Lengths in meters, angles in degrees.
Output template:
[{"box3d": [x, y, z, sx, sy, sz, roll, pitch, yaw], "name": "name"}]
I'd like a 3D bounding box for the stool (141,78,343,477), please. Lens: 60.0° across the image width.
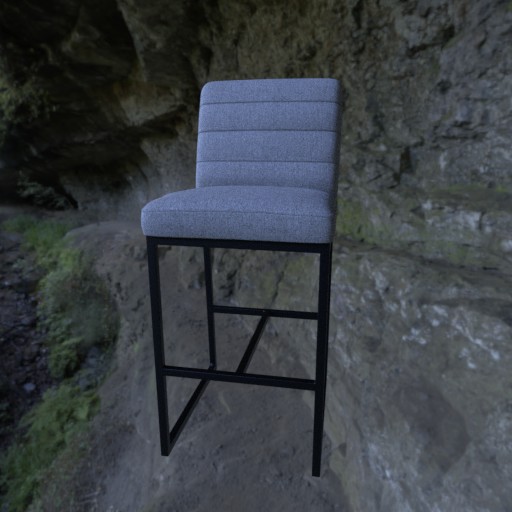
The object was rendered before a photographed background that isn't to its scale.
[{"box3d": [0.000, 0.000, 1.305, 0.459, 1.034, 0.571, 3, 15, 10], "name": "stool"}]
